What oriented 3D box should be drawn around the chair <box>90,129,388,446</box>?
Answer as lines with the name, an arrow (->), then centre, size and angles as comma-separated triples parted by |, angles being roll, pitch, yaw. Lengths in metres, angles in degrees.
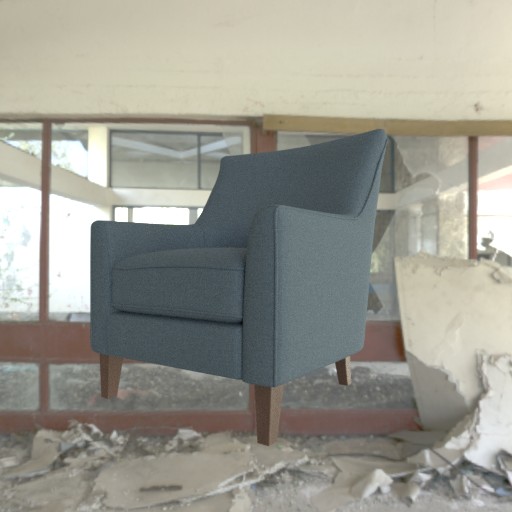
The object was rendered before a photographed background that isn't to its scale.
chair -> 0.000, 0.000, 1.575 | 0.756, 0.916, 0.879 | 0, -1, 36
